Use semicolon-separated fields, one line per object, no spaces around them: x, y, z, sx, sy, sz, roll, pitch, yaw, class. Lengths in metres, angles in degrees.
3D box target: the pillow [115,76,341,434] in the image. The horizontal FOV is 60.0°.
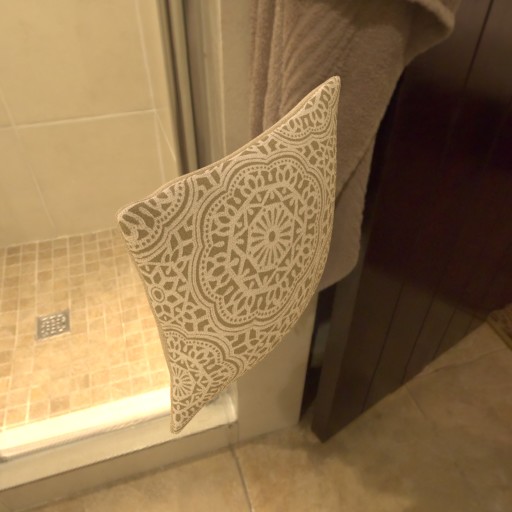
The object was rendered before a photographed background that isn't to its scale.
0.000;0.000;0.667;0.167;0.421;0.438;25;47;25;pillow
